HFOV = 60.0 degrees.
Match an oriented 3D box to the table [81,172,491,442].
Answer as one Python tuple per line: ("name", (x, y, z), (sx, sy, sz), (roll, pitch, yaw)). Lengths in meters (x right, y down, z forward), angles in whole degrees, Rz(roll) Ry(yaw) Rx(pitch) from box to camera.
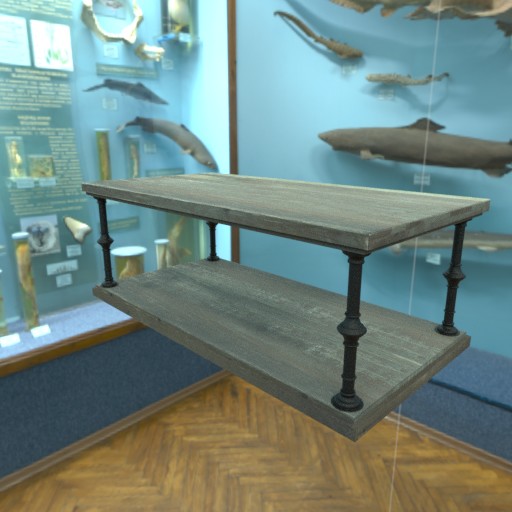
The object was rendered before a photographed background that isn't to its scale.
("table", (0.000, 0.000, 1.334), (0.554, 0.399, 1.088), (-15, 21, -43))
